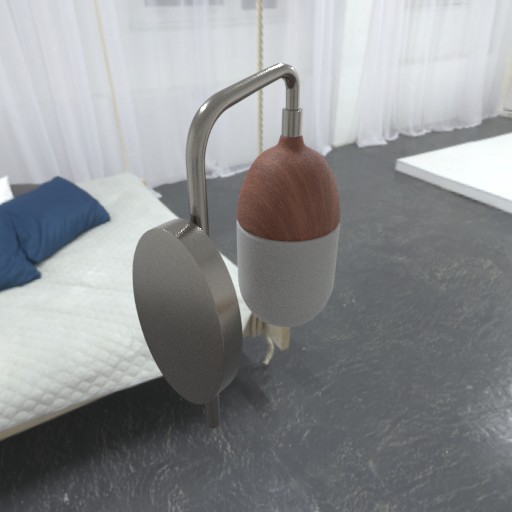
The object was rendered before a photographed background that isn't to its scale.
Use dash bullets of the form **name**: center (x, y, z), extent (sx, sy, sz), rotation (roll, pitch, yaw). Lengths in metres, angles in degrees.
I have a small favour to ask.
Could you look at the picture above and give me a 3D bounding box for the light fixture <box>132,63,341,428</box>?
- **light fixture**: center (0.000, 0.000, 0.434), extent (0.108, 0.343, 0.216), rotation (21, 36, 33)
